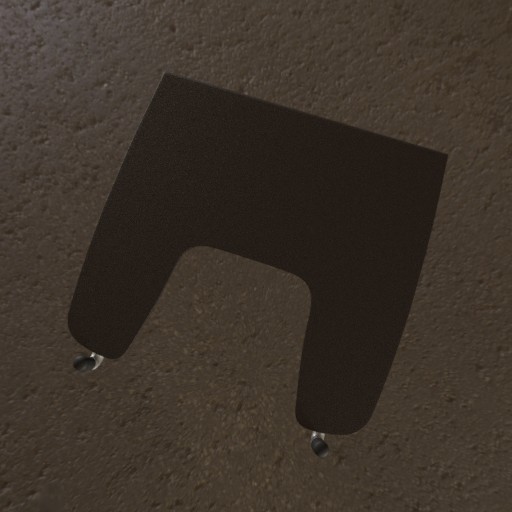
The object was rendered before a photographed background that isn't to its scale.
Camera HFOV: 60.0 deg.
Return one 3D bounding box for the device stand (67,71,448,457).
[{"bbox_3d":[0.000,0.000,0.338,0.230,0.092,0.230,18,76,5],"label":"device stand"}]
